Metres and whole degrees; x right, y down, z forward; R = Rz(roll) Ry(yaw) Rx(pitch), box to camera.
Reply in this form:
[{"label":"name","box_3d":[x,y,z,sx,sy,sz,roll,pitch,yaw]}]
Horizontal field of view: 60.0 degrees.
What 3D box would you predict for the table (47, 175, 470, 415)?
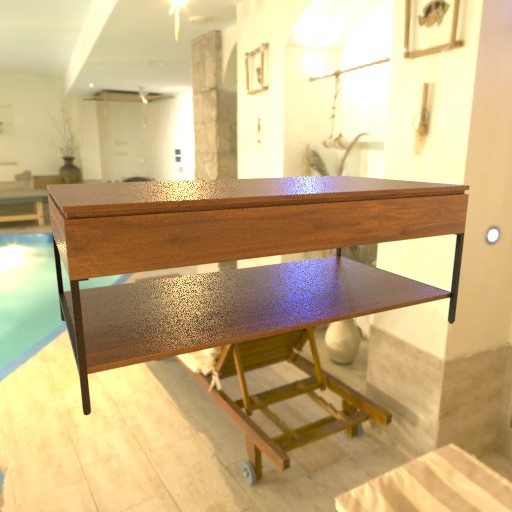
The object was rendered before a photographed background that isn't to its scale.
[{"label":"table","box_3d":[0.000,0.000,1.307,1.057,0.414,0.574,-7,15,-26]}]
